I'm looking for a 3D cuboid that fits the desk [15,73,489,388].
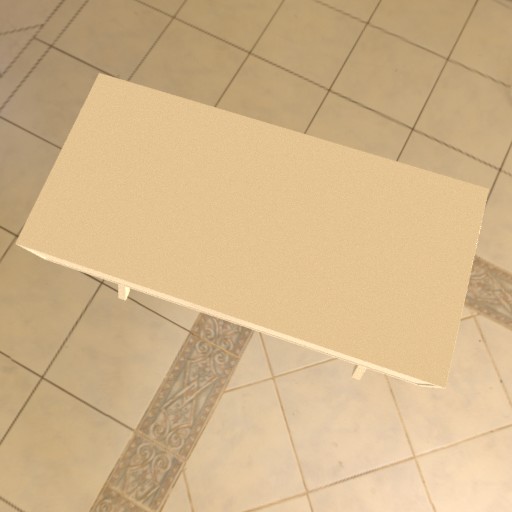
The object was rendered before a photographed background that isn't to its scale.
[{"bbox_3d":[0.000,0.000,1.465,1.059,0.780,0.509,18,76,5],"label":"desk"}]
